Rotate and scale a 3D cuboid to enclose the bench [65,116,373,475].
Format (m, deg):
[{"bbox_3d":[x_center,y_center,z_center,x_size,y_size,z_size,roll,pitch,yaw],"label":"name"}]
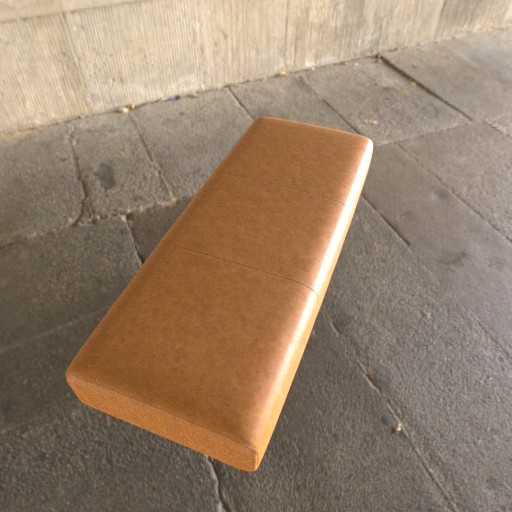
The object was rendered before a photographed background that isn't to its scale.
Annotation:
[{"bbox_3d":[0.000,0.000,1.853,0.653,0.399,1.610,16,49,14],"label":"bench"}]
